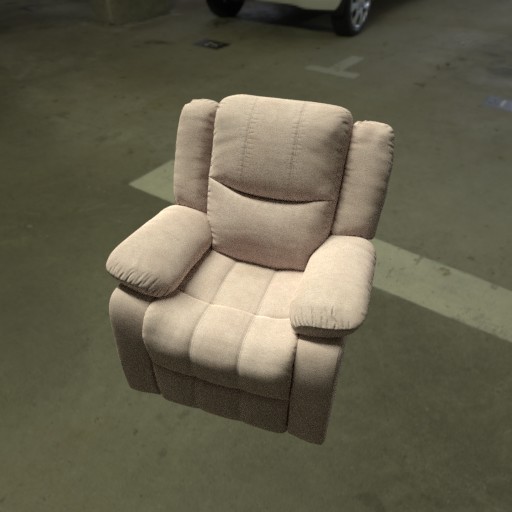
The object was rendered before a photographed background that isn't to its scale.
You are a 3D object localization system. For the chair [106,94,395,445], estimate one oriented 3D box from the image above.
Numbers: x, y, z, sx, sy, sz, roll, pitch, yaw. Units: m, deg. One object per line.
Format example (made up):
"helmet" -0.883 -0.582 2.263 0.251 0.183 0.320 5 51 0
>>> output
"chair" 0.000 0.000 1.734 0.899 1.008 0.944 12 41 14
